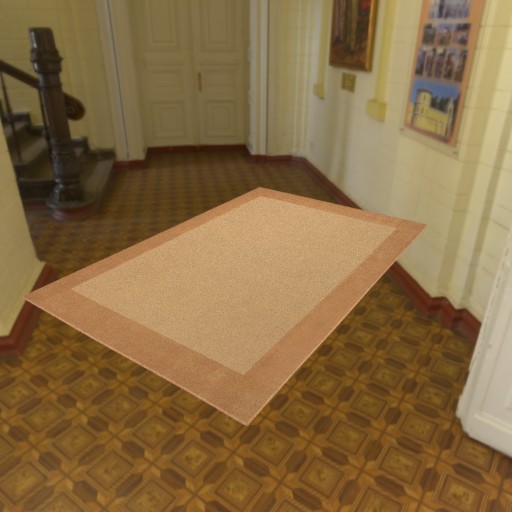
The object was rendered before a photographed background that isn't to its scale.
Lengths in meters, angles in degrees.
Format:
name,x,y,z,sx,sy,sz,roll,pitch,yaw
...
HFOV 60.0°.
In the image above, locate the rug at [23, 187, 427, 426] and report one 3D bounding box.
name,x,y,z,sx,sy,sz,roll,pitch,yaw
rug,0.000,0.000,2.294,1.219,0.014,1.829,18,32,31
